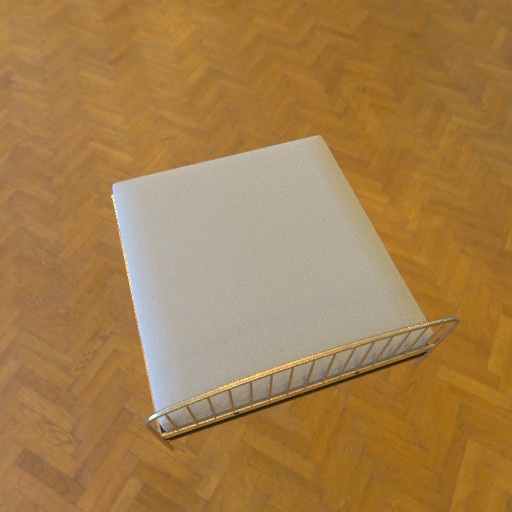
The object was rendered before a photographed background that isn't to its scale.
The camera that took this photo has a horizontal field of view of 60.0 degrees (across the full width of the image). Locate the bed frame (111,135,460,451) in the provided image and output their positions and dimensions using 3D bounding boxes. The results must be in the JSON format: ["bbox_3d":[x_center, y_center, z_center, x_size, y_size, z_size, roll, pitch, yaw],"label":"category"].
[{"bbox_3d":[0.000,0.000,3.456,2.016,1.174,2.152,-15,60,-9],"label":"bed frame"}]
